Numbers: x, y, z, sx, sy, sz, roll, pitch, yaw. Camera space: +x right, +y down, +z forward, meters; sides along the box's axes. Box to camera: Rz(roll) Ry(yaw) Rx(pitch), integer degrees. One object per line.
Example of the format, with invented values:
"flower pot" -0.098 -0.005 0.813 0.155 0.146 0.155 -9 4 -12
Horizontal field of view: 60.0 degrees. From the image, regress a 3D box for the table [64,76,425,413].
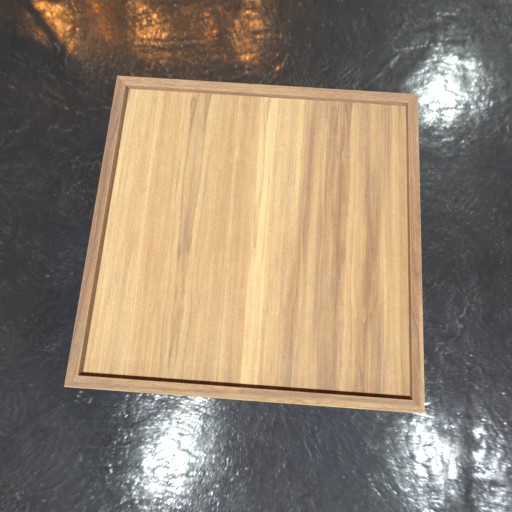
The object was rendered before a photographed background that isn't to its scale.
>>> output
"table" 0.000 0.000 1.135 0.676 0.464 0.679 4 76 1
